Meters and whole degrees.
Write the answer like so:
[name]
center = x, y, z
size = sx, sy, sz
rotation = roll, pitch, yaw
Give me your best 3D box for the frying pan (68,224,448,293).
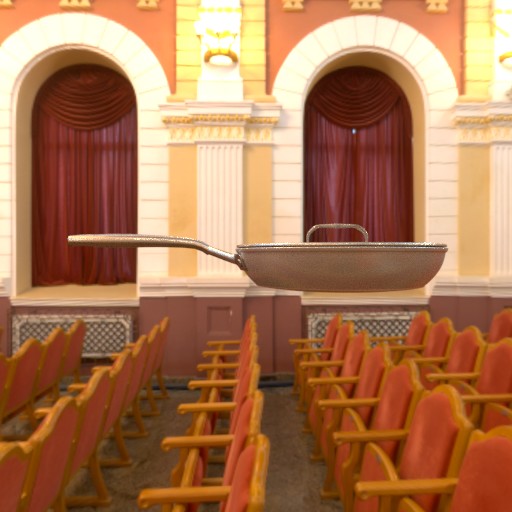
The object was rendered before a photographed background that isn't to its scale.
[frying pan]
center = 0.000, 0.000, 0.592
size = 0.490, 0.086, 0.272
rotation = 0, 0, 0
